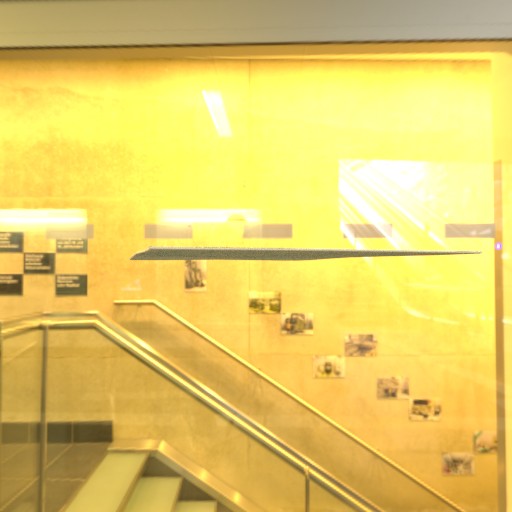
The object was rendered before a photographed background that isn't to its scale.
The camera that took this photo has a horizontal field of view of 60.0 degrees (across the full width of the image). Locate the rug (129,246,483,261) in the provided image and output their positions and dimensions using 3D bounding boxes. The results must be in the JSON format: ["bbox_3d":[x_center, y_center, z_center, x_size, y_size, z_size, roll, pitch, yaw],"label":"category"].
[{"bbox_3d":[0.000,0.000,3.008,1.593,0.029,2.305,0,-2,-18],"label":"rug"}]
